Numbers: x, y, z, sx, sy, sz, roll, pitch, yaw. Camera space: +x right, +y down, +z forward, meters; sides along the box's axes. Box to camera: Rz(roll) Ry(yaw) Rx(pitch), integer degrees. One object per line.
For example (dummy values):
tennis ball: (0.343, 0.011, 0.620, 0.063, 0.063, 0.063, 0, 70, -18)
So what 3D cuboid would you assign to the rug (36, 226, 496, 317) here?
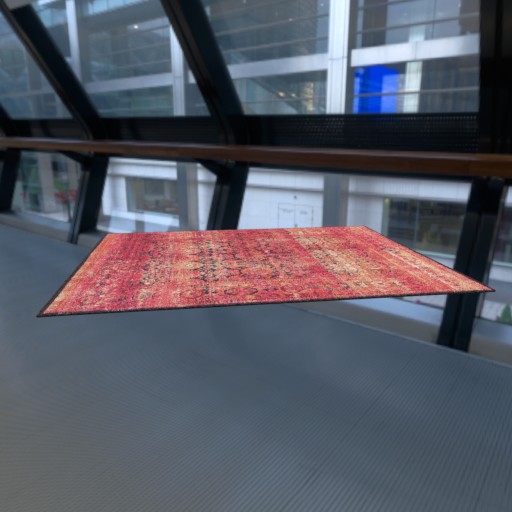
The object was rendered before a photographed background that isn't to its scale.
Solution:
rug: (0.000, 0.000, 4.011, 3.032, 0.020, 2.411, -2, 15, -8)
